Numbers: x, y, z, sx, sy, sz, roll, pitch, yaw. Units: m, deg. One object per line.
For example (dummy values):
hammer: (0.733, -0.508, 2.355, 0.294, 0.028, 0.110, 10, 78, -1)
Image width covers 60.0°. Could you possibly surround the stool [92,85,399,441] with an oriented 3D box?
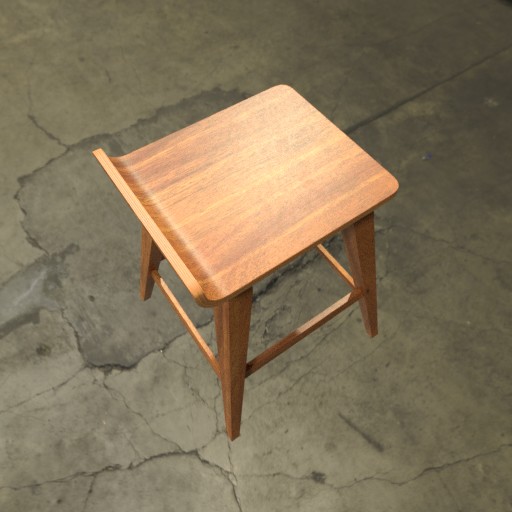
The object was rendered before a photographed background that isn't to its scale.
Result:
stool: (0.000, 0.000, 1.021, 0.500, 0.650, 0.500, -31, 63, -18)
